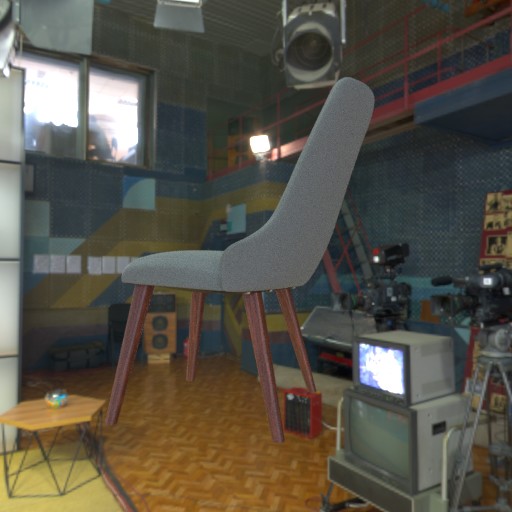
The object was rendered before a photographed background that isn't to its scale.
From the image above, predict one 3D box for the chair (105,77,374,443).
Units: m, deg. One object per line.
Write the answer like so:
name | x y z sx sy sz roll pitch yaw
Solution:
chair | 0.000 0.000 1.356 0.707 0.918 0.535 -1 -2 18
